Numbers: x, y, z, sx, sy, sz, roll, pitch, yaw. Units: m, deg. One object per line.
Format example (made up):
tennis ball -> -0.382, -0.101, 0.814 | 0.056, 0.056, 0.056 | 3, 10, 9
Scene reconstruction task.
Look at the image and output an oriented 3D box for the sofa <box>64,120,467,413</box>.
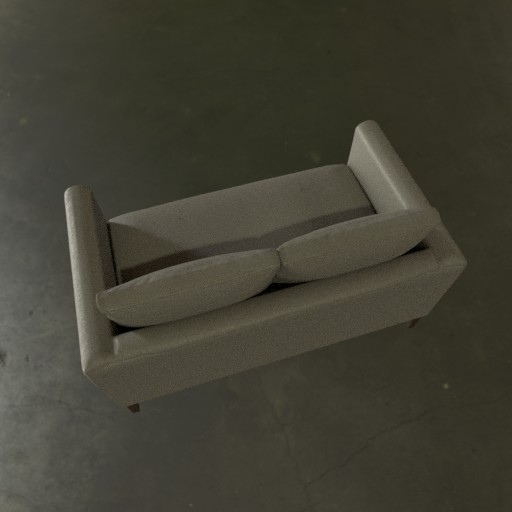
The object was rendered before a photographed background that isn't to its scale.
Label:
sofa -> 0.000, 0.000, 2.140 | 1.598, 0.873, 0.899 | -15, 59, -9
